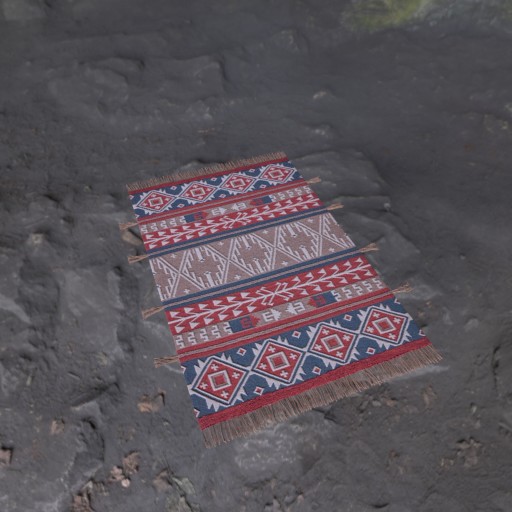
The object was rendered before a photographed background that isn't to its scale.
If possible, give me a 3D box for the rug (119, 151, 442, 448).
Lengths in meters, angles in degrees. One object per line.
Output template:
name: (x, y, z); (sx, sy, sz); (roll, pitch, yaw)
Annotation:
rug: (0.000, 0.000, 2.694); (1.469, 0.040, 2.025); (-15, 48, -15)
